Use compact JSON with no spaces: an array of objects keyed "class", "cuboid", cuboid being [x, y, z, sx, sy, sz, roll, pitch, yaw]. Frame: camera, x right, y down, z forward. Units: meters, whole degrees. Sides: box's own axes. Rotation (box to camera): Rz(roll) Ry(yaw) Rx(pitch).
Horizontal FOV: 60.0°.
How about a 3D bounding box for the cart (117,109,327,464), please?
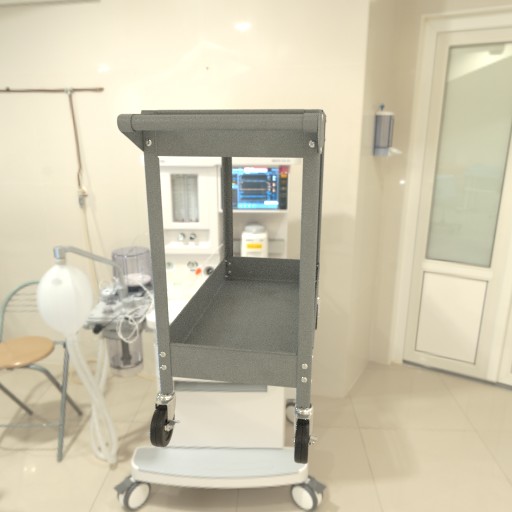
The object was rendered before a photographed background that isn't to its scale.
[{"class":"cart","cuboid":[0.000,0.000,1.173,0.366,0.719,0.779,3,17,9]}]
